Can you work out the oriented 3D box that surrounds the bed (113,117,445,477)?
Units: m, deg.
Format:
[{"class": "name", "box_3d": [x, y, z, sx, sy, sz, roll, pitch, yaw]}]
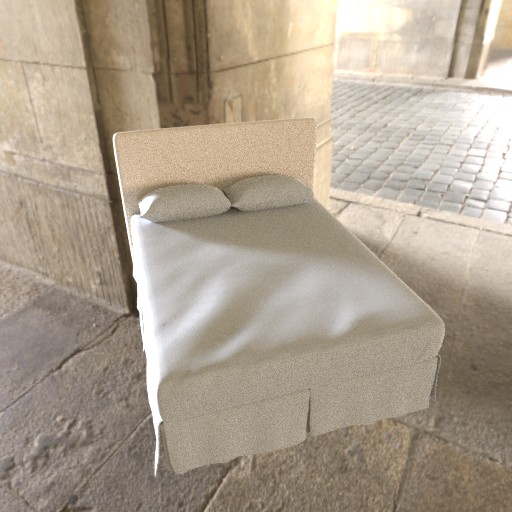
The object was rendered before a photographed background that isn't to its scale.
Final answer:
[{"class": "bed", "box_3d": [0.000, 0.000, 3.092, 1.748, 1.330, 2.142, -9, 32, -15]}]
